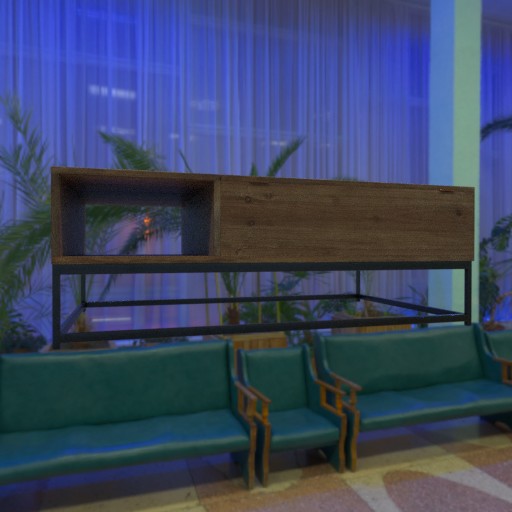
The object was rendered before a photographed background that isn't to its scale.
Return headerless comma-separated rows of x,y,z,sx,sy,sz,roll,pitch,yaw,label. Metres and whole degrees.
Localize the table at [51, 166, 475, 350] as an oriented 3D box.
0.000,0.000,1.411,1.101,0.395,0.655,0,1,-16,table
